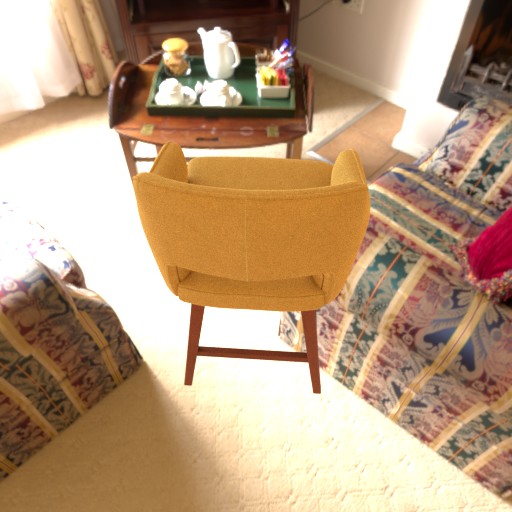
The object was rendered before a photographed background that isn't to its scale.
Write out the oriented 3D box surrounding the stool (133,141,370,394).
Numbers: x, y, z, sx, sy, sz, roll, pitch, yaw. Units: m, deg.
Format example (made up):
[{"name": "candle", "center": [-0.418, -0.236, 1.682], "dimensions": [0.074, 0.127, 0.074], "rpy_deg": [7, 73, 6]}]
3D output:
[{"name": "stool", "center": [0.000, 0.000, 1.279], "dimensions": [0.548, 0.924, 0.558], "rpy_deg": [3, 50, 2]}]
